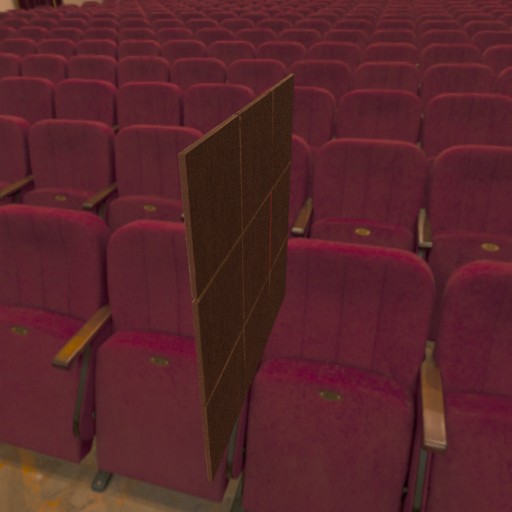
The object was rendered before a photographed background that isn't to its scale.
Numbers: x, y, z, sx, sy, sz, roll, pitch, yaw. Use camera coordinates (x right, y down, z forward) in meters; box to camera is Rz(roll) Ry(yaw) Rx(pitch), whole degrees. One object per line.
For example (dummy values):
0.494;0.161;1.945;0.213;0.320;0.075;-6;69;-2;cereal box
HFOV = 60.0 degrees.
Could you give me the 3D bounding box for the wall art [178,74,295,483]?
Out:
0.000;0.000;1.354;0.013;0.914;0.915;8;31;14;wall art
